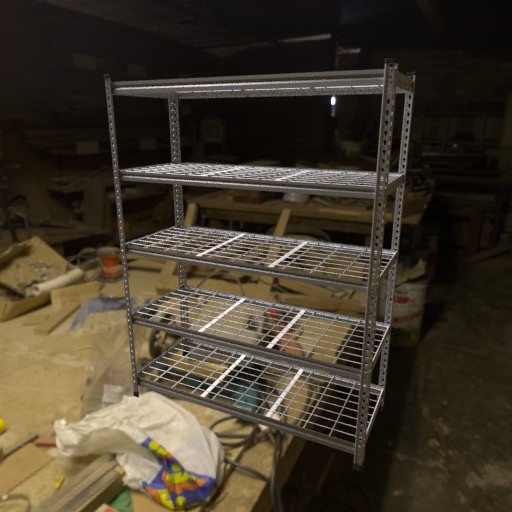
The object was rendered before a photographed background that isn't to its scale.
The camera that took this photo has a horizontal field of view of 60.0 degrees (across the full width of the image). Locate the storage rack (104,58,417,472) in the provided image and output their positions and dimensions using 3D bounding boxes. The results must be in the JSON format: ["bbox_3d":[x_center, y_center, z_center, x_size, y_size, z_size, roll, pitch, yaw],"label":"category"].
[{"bbox_3d":[0.000,0.000,2.596,1.524,1.981,0.610,8,19,25],"label":"storage rack"}]
